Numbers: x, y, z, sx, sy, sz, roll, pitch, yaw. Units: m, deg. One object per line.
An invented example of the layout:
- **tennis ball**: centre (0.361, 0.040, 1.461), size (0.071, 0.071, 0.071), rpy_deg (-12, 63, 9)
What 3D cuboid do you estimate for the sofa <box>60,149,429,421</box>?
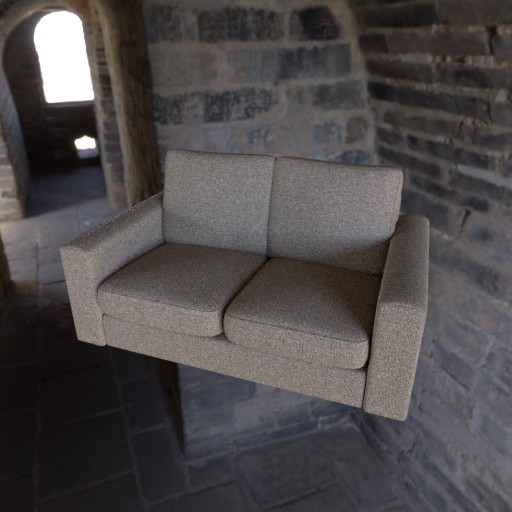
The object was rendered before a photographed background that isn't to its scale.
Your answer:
- **sofa**: centre (0.000, 0.000, 2.243), size (1.616, 0.873, 1.016), rpy_deg (9, 27, 18)
